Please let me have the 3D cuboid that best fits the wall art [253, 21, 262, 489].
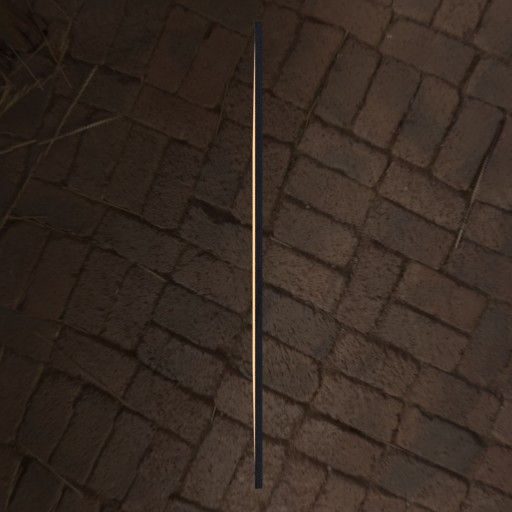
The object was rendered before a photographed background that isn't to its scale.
[{"bbox_3d":[0.000,0.000,1.191,0.013,0.823,0.823,0,89,-1],"label":"wall art"}]
